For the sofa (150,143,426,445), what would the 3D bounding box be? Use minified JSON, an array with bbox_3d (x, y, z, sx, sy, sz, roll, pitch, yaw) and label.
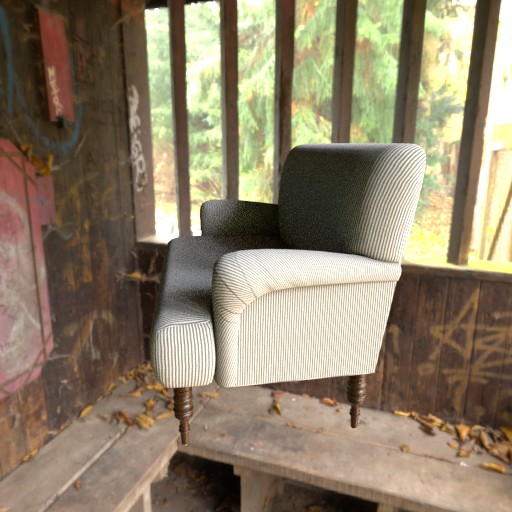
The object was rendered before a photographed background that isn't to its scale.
[{"bbox_3d":[0.000,0.000,1.803,0.779,0.889,1.297,-2,14,-8],"label":"sofa"}]
